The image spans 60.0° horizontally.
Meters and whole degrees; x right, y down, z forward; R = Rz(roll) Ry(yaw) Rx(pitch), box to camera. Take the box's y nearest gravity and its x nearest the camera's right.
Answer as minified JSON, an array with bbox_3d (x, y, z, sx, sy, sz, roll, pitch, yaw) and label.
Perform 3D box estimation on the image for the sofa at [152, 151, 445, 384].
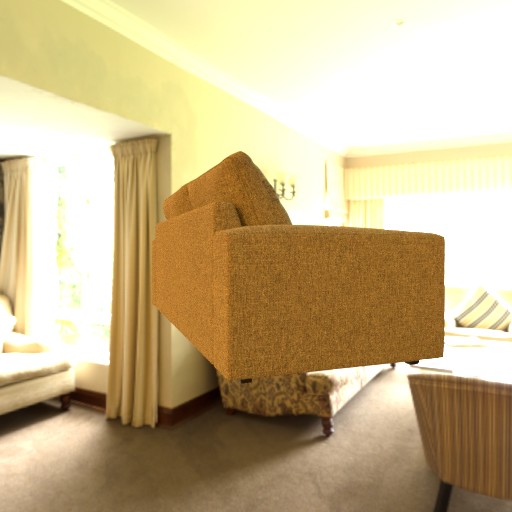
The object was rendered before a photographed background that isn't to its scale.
[{"bbox_3d":[0.000,0.000,2.825,1.040,0.922,2.299,0,1,-20],"label":"sofa"}]
